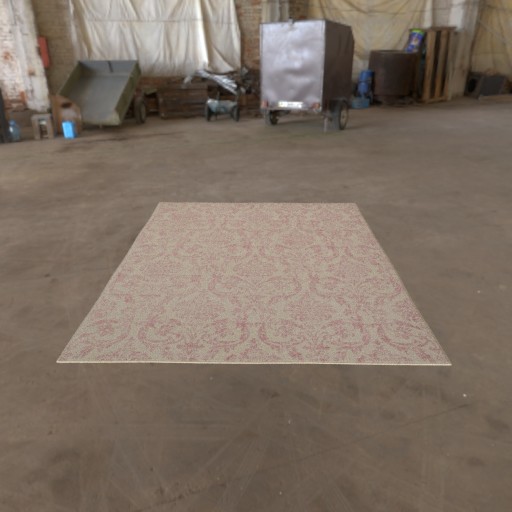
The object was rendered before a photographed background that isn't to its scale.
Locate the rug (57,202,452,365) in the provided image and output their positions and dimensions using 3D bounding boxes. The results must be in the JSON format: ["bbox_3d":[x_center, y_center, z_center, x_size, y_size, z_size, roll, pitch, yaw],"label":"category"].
[{"bbox_3d":[0.000,0.000,3.989,2.363,0.012,2.980,0,25,1],"label":"rug"}]
